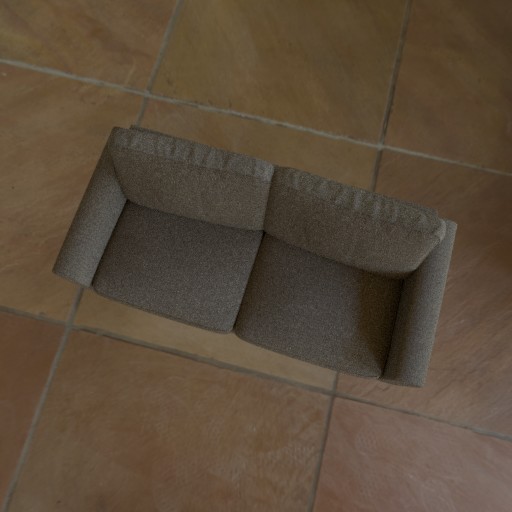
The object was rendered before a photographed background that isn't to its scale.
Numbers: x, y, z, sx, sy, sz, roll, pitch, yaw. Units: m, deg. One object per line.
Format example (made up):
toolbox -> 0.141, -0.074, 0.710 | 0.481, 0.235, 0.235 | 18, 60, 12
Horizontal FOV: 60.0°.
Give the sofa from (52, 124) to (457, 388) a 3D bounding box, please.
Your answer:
sofa -> 0.000, 0.000, 2.678 | 2.179, 0.873, 1.016 | 17, 76, 4
